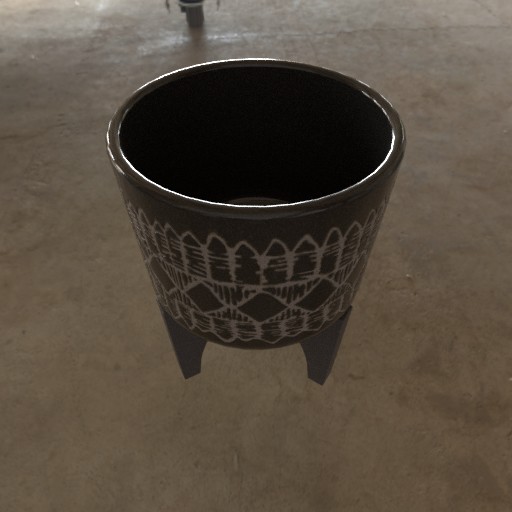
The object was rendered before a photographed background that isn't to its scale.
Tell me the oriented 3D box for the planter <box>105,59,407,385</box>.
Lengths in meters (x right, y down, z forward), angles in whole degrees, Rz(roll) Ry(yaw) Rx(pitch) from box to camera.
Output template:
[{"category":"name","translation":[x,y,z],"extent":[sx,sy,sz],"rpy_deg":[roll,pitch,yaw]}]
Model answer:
[{"category":"planter","translation":[0.000,0.000,0.389],"extent":[0.196,0.264,0.196],"rpy_deg":[25,51,22]}]
